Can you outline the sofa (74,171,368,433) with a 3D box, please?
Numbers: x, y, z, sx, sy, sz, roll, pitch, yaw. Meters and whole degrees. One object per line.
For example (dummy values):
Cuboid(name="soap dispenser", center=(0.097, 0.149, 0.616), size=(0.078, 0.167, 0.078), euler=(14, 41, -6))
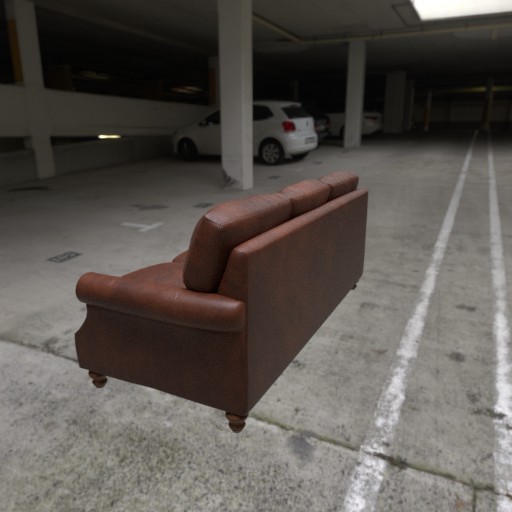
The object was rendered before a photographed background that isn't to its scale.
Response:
Cuboid(name="sofa", center=(0.000, 0.000, 2.886), size=(0.973, 0.977, 2.351), euler=(7, 17, 25))
